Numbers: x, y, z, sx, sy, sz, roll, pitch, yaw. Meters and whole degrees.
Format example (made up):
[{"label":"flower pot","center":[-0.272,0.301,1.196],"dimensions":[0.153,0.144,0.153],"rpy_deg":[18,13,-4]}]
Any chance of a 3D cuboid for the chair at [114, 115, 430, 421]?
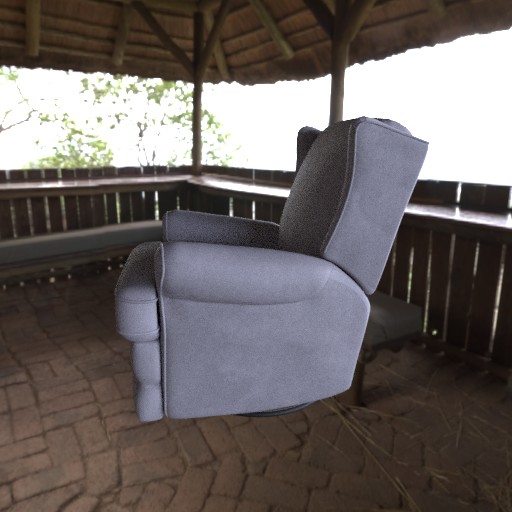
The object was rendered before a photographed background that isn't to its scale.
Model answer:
[{"label":"chair","center":[0.000,0.000,1.682],"dimensions":[0.969,1.011,0.847],"rpy_deg":[-2,14,-9]}]
